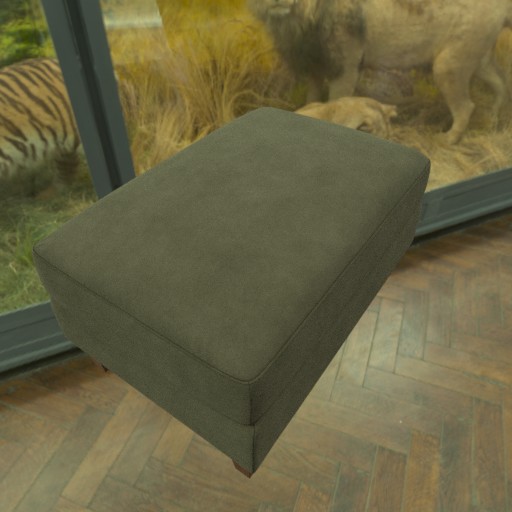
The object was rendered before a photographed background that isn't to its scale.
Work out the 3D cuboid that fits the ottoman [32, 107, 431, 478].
[{"bbox_3d":[0.000,0.000,1.151,0.584,0.483,0.864,25,48,25],"label":"ottoman"}]
